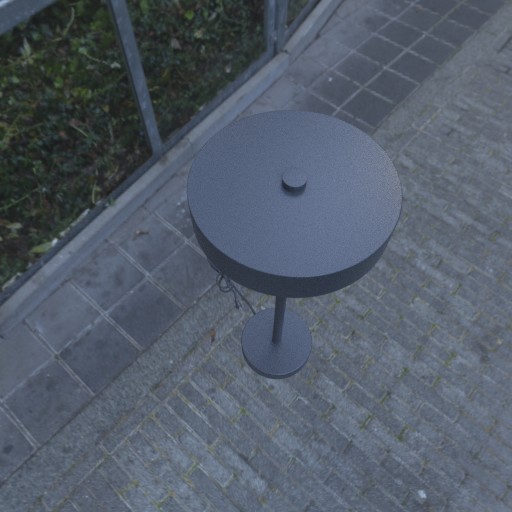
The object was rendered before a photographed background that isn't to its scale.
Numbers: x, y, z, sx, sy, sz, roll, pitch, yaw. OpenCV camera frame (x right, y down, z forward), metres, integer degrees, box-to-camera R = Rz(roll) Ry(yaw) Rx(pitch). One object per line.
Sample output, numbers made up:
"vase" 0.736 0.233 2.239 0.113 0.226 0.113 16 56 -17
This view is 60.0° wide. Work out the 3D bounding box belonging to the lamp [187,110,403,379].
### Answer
"lamp" 0.000 0.000 0.712 0.229 0.508 0.369 -31 64 -17
